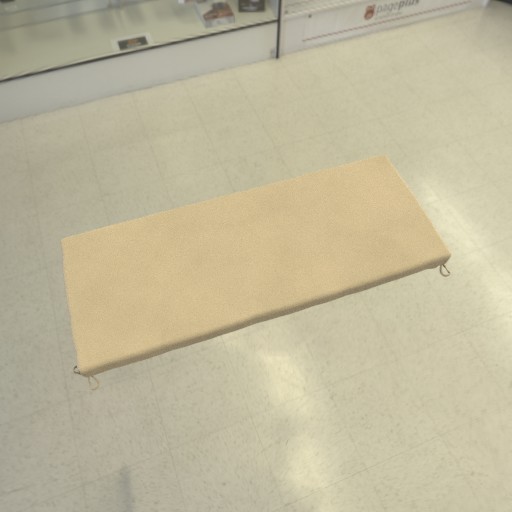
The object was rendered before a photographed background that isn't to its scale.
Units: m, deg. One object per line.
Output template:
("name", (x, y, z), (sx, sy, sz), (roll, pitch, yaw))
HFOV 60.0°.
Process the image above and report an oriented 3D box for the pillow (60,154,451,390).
("pillow", (0.000, 0.000, 1.392), (1.187, 0.081, 0.492), (-16, 60, -10))
